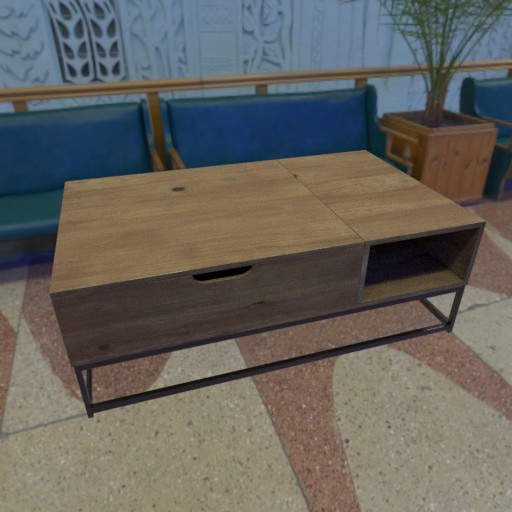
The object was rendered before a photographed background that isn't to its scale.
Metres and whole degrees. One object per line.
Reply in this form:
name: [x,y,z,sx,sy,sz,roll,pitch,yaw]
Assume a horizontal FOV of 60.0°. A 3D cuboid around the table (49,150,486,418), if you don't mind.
table: [0.000,0.000,1.423,1.101,0.395,0.655,-9,32,-15]
